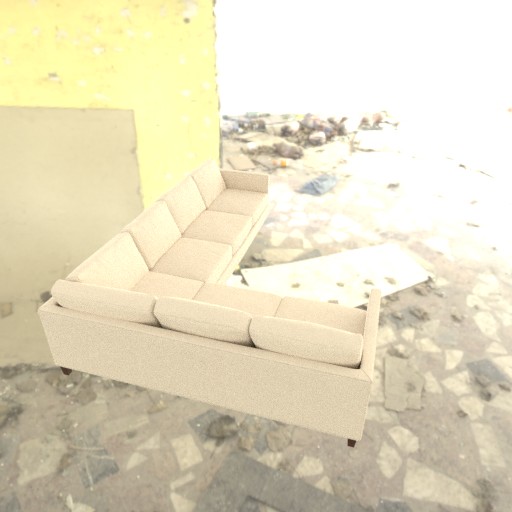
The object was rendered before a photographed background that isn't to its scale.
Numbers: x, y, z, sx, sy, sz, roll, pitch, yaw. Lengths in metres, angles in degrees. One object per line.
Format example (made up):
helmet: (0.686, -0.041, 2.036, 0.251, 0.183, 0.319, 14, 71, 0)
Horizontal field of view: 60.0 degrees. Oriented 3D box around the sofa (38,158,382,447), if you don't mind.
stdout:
sofa: (0.000, 0.000, 4.368, 2.432, 0.863, 3.182, 9, 32, 14)
